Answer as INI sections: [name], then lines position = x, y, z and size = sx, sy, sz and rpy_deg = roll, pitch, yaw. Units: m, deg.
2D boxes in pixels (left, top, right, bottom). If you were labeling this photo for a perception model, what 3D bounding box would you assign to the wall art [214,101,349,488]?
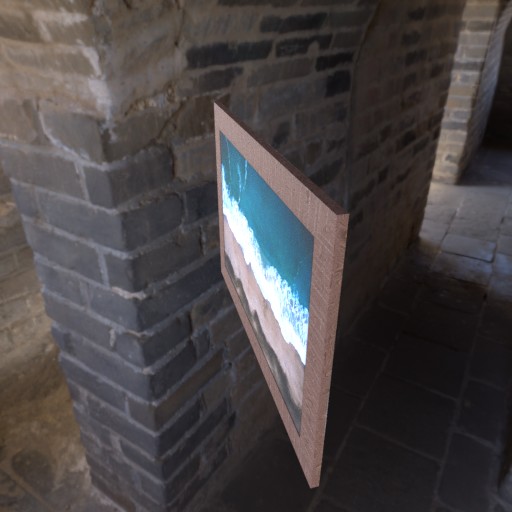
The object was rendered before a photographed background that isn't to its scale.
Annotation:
[wall art]
position = 0.000, 0.000, 1.170
size = 0.019, 0.626, 0.917
rpy_deg = -8, 30, -14
